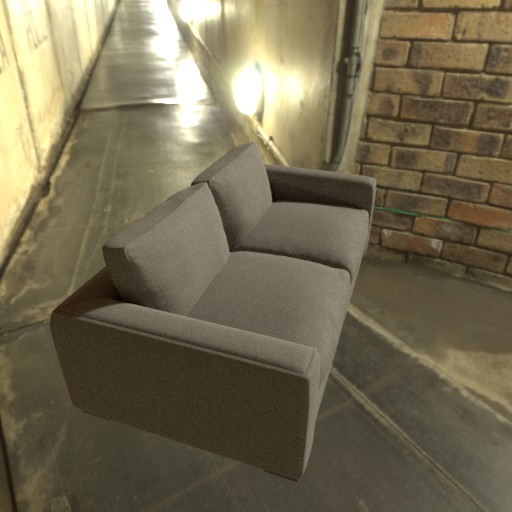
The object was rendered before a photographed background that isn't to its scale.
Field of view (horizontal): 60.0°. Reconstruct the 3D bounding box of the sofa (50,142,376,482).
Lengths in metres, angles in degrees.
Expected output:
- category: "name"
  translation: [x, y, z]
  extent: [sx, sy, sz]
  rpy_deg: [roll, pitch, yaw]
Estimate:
- category: "sofa"
  translation: [0.000, 0.000, 2.393]
  extent: [1.069, 0.800, 1.920]
  rpy_deg: [10, 32, 17]
